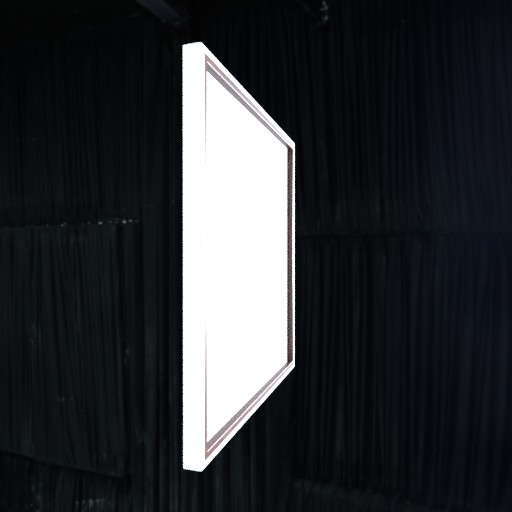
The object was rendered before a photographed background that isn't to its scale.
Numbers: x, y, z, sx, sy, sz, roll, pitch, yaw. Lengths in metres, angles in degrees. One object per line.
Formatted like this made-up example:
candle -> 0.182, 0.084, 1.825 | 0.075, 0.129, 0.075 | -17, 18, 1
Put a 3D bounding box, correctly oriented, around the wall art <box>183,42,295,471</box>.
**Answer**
wall art -> 0.000, 0.000, 1.527 | 0.049, 1.009, 1.009 | 0, 0, 17
